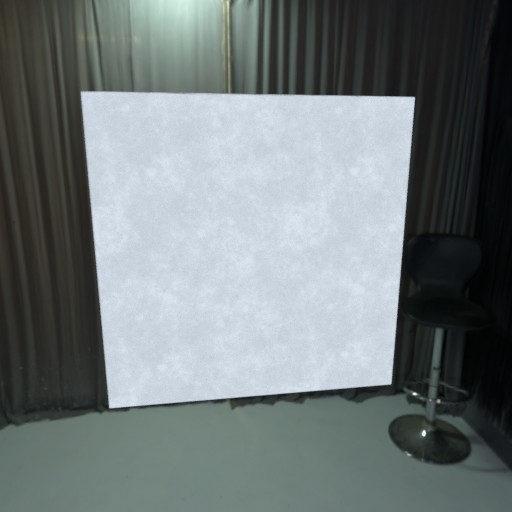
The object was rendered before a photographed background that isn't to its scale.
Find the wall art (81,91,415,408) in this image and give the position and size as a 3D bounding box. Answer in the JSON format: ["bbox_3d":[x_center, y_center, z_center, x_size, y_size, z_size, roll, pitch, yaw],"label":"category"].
[{"bbox_3d":[0.000,0.000,0.441,0.303,0.303,0.015,-2,14,-9],"label":"wall art"}]
